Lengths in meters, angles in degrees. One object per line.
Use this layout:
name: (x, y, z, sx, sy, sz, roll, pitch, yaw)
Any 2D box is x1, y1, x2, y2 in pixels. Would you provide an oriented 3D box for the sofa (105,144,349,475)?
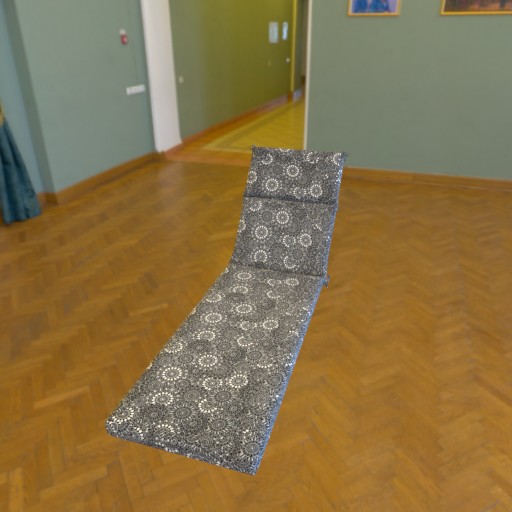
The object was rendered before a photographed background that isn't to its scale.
sofa: (0.000, 0.000, 1.952, 0.582, 0.622, 1.663, 8, 28, 15)
